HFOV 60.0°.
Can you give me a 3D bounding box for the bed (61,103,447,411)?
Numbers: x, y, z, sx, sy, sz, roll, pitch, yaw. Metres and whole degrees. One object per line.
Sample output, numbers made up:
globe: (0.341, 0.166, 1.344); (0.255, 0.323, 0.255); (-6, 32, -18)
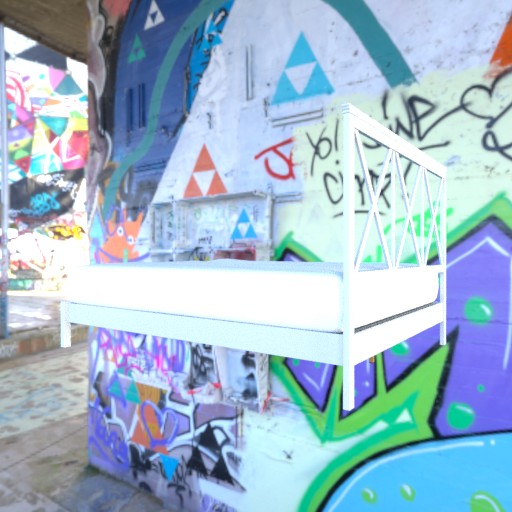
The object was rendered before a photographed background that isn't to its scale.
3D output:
bed: (0.000, 0.000, 3.095); (2.135, 1.253, 1.673); (0, 0, 36)
